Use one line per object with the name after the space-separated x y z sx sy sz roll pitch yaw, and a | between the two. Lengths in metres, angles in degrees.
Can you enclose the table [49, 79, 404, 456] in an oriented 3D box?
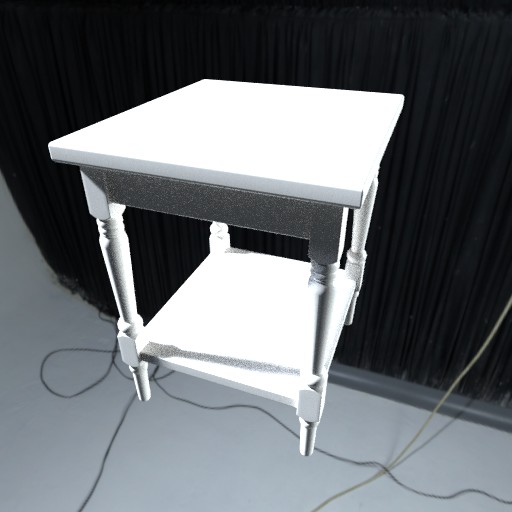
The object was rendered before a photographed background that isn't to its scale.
0.000 0.000 0.899 0.442 0.565 0.488 12 34 18 | table
